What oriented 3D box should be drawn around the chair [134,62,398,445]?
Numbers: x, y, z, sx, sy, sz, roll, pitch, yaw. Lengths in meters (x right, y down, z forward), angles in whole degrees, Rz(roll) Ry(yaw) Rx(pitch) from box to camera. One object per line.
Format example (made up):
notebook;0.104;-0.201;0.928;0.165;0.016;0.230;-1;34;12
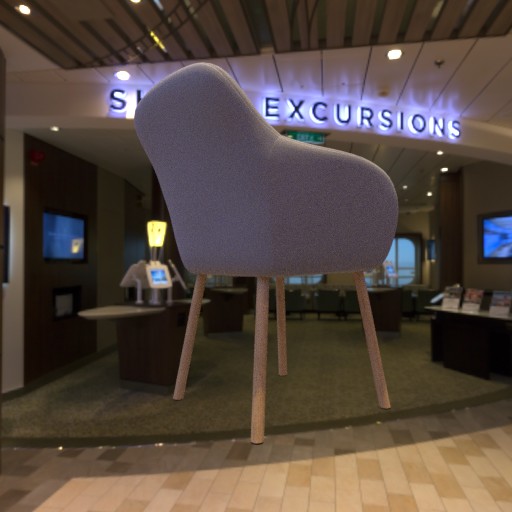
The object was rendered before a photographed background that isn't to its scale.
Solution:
chair;0.000;0.000;1.221;0.590;0.830;0.570;1;-1;-37
